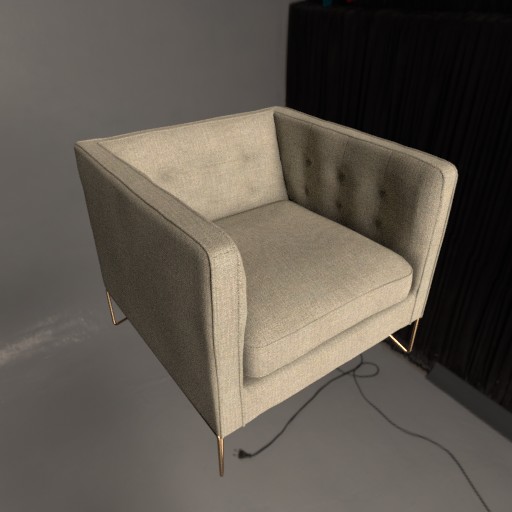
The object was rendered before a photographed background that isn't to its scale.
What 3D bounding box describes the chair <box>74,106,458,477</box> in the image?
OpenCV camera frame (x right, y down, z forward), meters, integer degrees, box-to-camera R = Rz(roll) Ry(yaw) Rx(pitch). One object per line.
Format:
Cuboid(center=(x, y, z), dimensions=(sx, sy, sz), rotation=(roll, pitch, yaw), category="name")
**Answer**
Cuboid(center=(0.000, 0.000, 1.625), dimensions=(0.920, 0.799, 0.912), rotation=(-21, 37, -30), category="chair")
